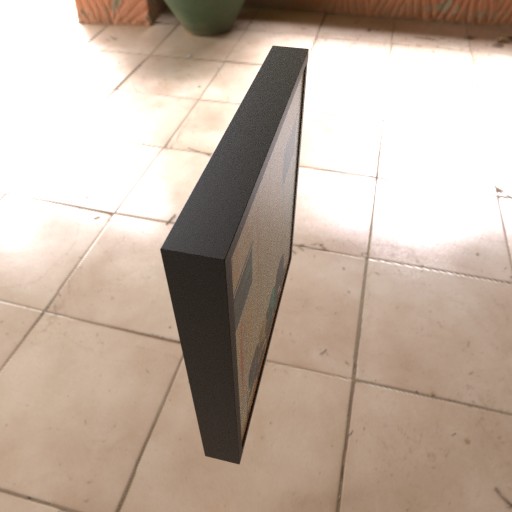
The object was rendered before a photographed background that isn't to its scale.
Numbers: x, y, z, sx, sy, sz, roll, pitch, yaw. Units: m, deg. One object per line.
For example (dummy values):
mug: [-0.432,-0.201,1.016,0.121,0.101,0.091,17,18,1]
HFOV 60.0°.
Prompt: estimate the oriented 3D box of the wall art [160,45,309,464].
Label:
wall art: [0.000,0.000,0.454,0.038,0.304,0.304,10,46,9]
